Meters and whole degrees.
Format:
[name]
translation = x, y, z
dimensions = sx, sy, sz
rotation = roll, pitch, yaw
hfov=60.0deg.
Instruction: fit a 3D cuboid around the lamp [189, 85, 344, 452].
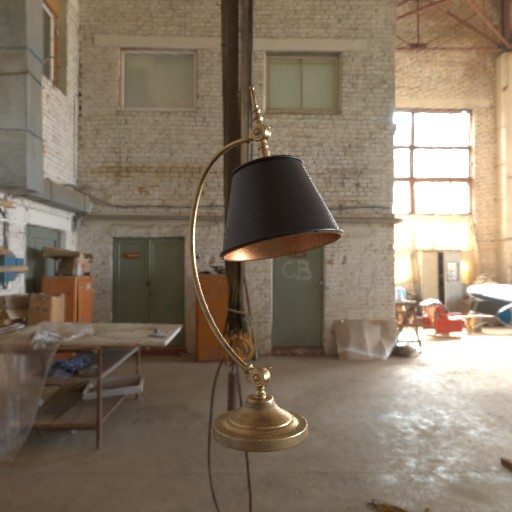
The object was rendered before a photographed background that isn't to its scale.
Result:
[lamp]
translation = 0.000, 0.000, 0.864
dimensions = 0.344, 0.675, 0.235
rotation = -1, -2, 34
